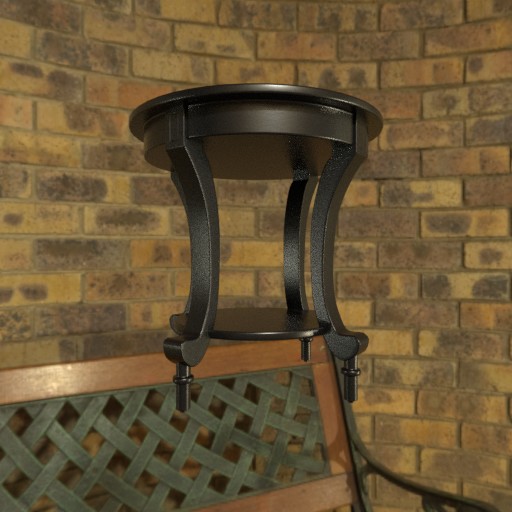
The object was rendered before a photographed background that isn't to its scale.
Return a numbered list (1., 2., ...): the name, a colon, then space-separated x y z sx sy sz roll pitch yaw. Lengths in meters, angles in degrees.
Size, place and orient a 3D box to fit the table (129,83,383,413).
1. table: 0.000 0.000 1.084 0.597 0.618 0.597 0 1 0
